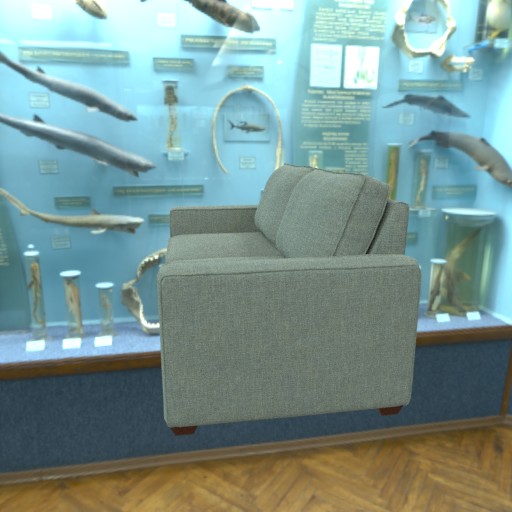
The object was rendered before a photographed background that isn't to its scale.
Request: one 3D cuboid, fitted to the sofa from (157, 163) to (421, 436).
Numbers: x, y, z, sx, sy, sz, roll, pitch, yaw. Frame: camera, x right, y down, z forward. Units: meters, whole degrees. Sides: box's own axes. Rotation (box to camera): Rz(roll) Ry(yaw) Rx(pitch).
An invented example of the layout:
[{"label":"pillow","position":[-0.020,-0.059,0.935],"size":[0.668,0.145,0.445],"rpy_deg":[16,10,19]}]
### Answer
[{"label":"sofa","position":[0.000,0.000,2.323],"size":[0.945,0.915,1.706],"rpy_deg":[-2,14,-9]}]
